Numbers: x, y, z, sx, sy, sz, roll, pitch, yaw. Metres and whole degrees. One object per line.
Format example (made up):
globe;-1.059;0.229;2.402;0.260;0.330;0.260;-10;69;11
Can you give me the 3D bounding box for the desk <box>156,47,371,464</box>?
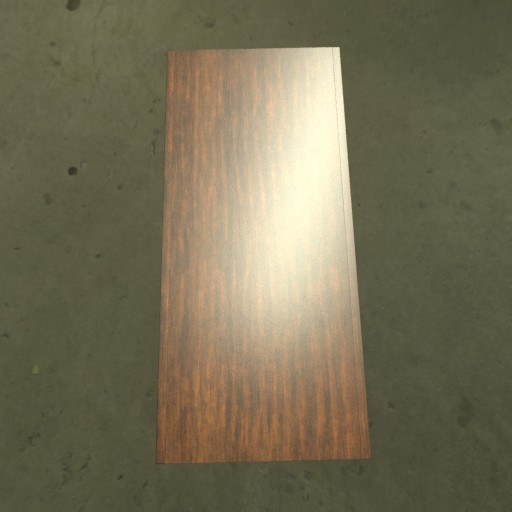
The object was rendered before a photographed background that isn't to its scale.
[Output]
desk;0.000;0.000;2.014;0.724;0.762;1.575;-1;77;0
